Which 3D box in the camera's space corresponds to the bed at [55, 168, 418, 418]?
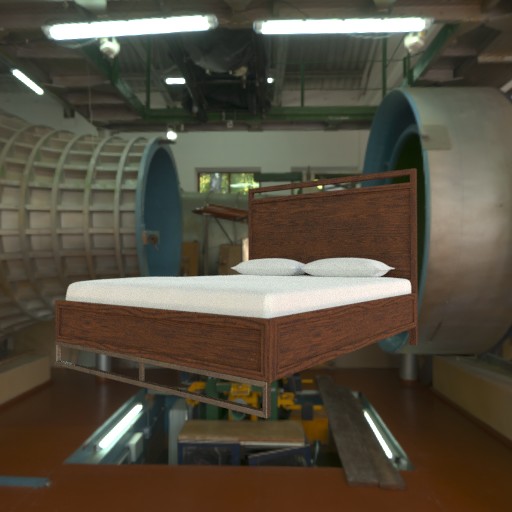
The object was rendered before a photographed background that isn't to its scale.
[{"bbox_3d":[0.000,0.000,3.386,1.765,1.487,2.218,-1,-1,36],"label":"bed"}]
